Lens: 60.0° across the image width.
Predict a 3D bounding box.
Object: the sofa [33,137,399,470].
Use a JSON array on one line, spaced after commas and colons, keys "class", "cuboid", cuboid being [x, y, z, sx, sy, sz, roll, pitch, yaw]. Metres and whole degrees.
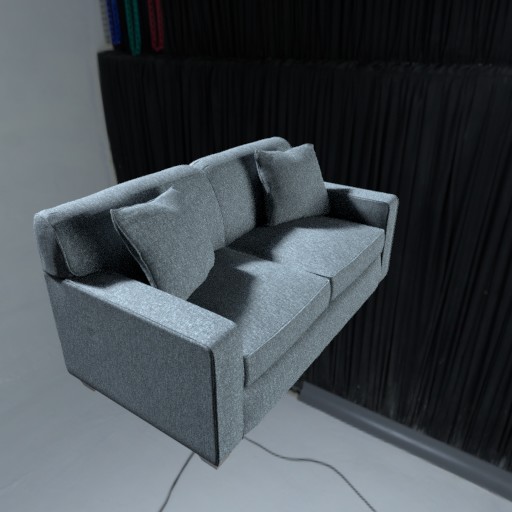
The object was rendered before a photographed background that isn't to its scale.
[{"class": "sofa", "cuboid": [0.000, 0.000, 2.405, 0.998, 0.958, 1.846, 17, 31, 30]}]
